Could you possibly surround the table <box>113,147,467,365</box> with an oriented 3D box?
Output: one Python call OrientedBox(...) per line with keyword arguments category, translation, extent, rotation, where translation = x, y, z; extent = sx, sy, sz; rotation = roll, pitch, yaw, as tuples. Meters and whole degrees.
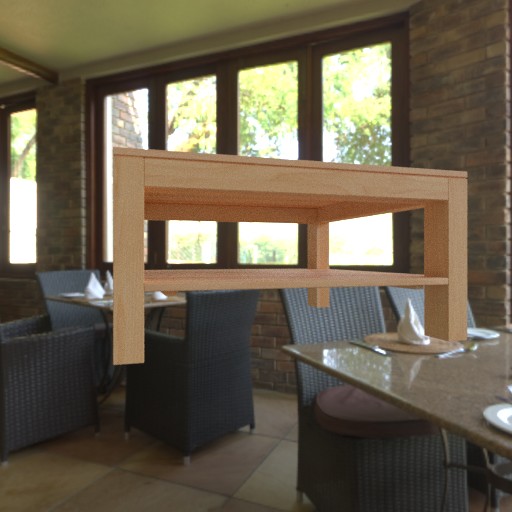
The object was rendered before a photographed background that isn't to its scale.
OrientedBox(category="table", translation=(0.000, 0.000, 1.477), extent=(0.900, 0.450, 0.900), rotation=(0, 0, -17))
